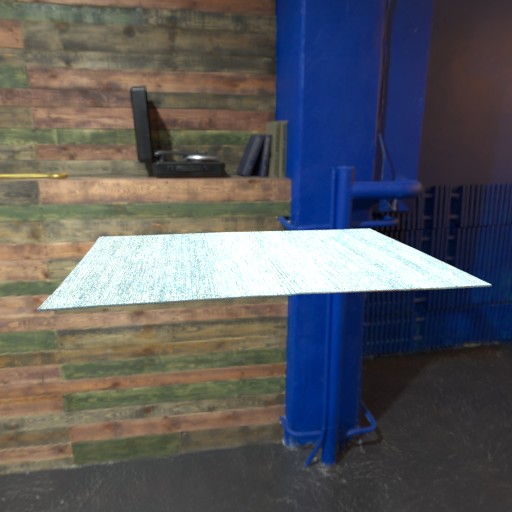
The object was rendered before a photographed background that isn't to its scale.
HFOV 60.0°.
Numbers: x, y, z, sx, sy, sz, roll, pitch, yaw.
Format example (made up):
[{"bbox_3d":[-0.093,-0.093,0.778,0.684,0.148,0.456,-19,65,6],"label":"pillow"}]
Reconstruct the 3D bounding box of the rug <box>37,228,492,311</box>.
[{"bbox_3d":[0.000,0.000,2.913,2.260,0.026,1.611,-2,14,-9],"label":"rug"}]
